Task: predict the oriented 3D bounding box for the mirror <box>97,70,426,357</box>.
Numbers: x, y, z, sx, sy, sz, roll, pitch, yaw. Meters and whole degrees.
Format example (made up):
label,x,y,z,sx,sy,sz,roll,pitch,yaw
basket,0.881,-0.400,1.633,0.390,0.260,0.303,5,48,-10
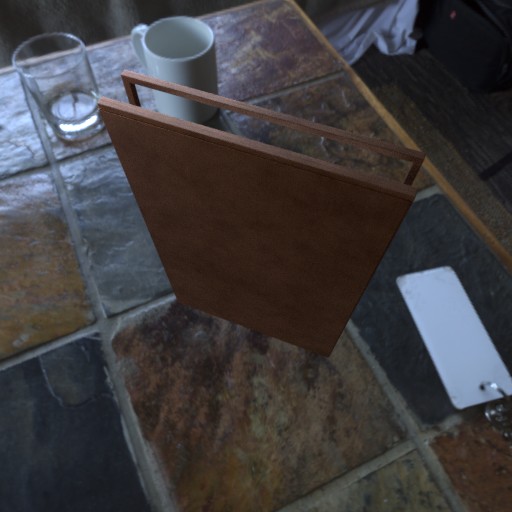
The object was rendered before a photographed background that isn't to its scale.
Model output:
label,x,y,z,sx,sy,sz,roll,pitch,yaw
mirror,0.000,0.000,0.961,0.468,0.768,0.082,19,64,10
